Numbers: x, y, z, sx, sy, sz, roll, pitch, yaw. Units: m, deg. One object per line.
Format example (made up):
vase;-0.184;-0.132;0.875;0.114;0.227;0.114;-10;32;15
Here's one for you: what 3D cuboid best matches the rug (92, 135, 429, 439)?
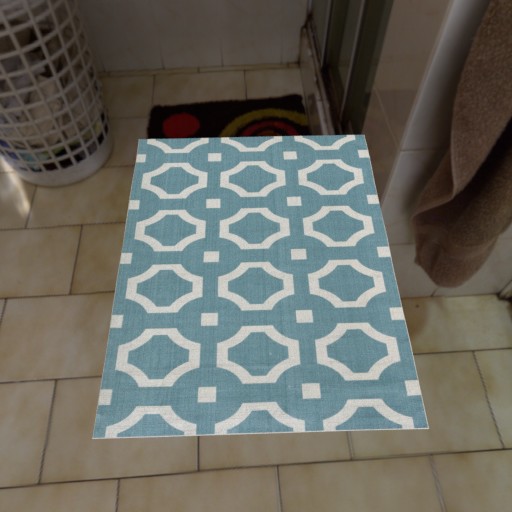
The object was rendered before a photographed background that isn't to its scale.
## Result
rug;0.000;0.000;4.035;2.466;0.021;3.049;-1;58;-1
